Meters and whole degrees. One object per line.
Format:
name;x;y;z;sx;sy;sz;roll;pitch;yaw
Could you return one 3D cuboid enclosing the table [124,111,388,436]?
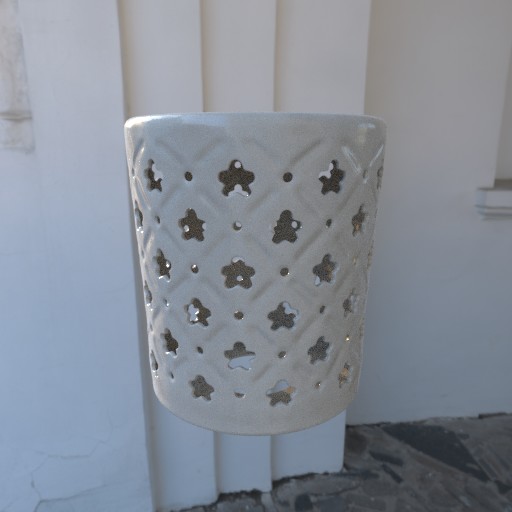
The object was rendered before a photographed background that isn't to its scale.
table;0.000;0.000;0.653;0.352;0.387;0.352;0;14;0
